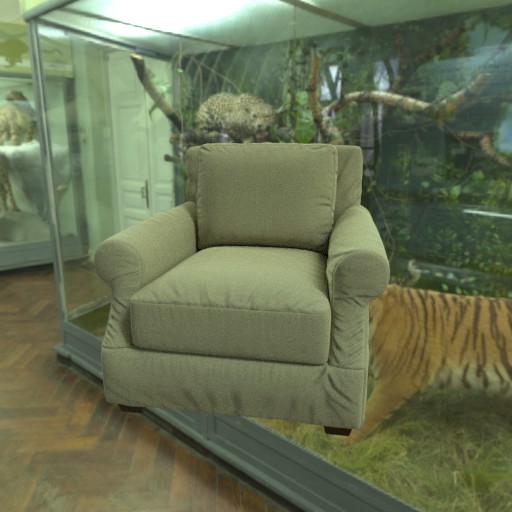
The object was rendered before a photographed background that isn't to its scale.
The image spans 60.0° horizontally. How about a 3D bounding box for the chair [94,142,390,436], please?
[{"bbox_3d":[0.000,0.000,1.738,0.940,0.866,1.066,3,14,10],"label":"chair"}]
